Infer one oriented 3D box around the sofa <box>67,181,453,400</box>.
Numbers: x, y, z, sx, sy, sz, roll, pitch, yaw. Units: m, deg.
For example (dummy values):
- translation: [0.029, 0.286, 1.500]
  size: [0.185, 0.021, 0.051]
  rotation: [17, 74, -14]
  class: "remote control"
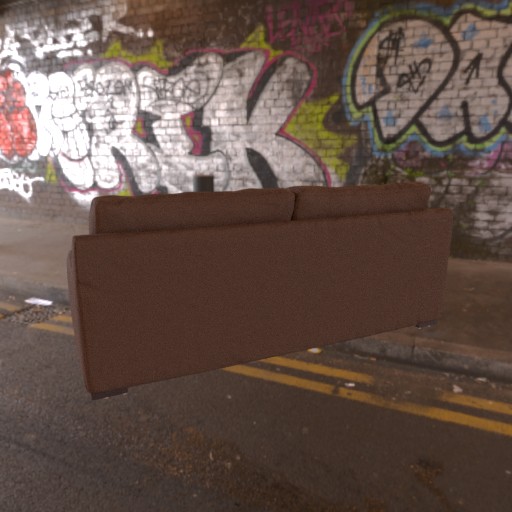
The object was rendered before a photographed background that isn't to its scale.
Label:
- translation: [0.000, 0.000, 2.892]
  size: [2.274, 0.950, 1.140]
  rotation: [-6, 15, -24]
  class: "sofa"
